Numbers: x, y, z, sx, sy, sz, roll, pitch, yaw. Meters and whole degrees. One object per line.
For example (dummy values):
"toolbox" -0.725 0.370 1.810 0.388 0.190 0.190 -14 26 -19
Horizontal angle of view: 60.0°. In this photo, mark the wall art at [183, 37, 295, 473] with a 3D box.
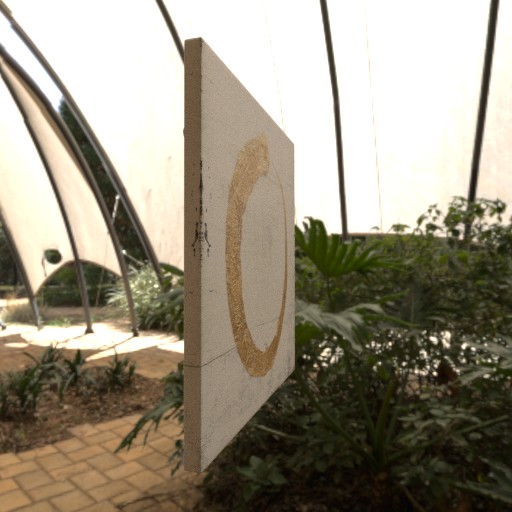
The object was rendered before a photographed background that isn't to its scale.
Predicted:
"wall art" 0.000 0.000 1.136 0.038 0.762 0.762 0 0 17
